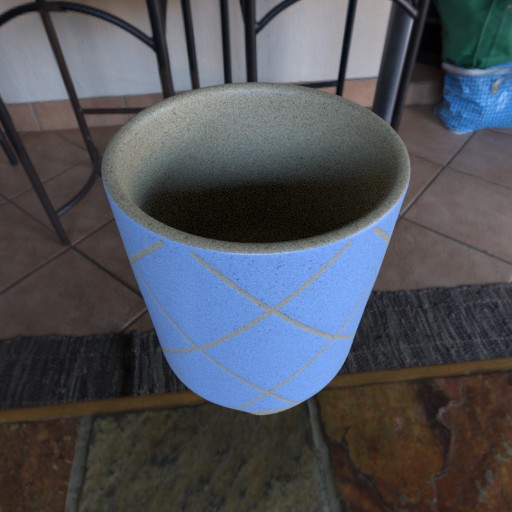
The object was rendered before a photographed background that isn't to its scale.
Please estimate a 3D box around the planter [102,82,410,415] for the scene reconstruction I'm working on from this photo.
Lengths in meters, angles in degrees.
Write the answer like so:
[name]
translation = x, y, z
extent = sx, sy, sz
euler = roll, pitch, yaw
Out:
[planter]
translation = 0.000, 0.000, 0.417
extent = 0.227, 0.235, 0.227
euler = 0, 45, 0
